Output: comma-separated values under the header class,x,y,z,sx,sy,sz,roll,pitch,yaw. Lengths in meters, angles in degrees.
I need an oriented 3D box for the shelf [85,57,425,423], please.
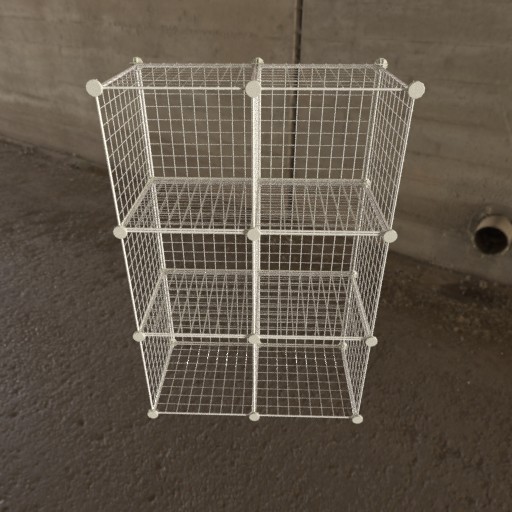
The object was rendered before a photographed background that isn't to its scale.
class,x,y,z,sx,sy,sz,roll,pitch,yaw
shelf,0.000,0.000,1.349,0.711,1.067,0.356,1,31,1
